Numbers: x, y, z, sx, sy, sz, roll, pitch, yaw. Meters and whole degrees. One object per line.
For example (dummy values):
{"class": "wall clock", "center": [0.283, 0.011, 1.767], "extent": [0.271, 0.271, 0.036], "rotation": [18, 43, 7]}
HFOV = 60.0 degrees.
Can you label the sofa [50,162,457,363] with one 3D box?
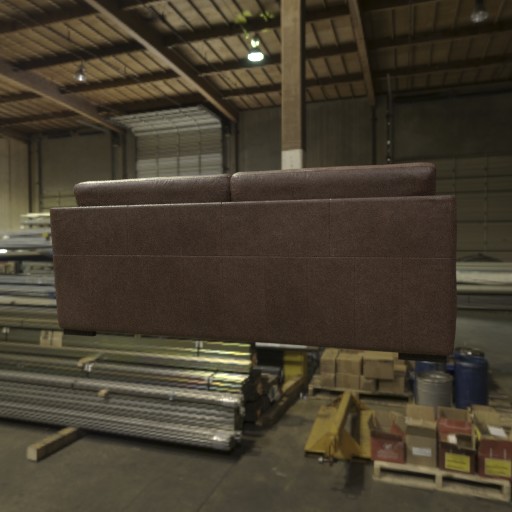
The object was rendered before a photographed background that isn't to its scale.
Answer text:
{"class": "sofa", "center": [0.000, 0.000, 2.790], "extent": [2.261, 0.941, 1.143], "rotation": [0, 1, 18]}
